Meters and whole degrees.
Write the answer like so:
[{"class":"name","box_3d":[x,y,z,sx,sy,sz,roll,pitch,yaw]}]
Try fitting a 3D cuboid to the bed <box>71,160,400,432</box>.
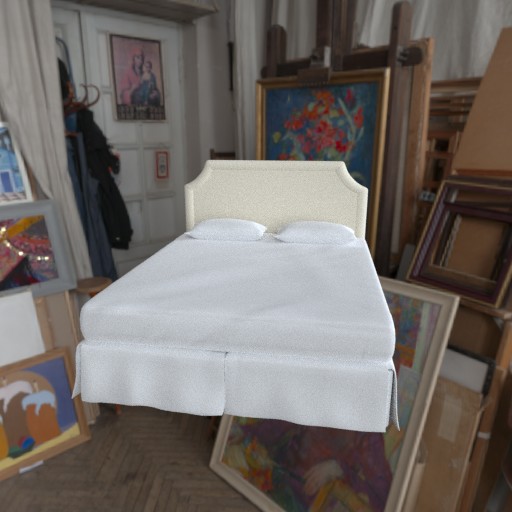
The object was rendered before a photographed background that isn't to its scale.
[{"class":"bed","box_3d":[0.000,0.000,4.161,2.350,1.590,2.773,2,16,9]}]
